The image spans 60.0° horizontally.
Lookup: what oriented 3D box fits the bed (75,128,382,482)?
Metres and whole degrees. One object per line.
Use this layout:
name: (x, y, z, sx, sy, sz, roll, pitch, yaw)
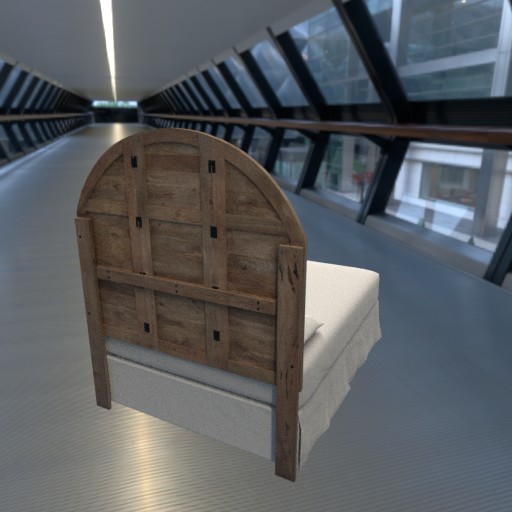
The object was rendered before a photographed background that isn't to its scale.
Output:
bed: (0.000, 0.000, 3.576, 1.713, 2.002, 2.112, 9, 19, 26)
